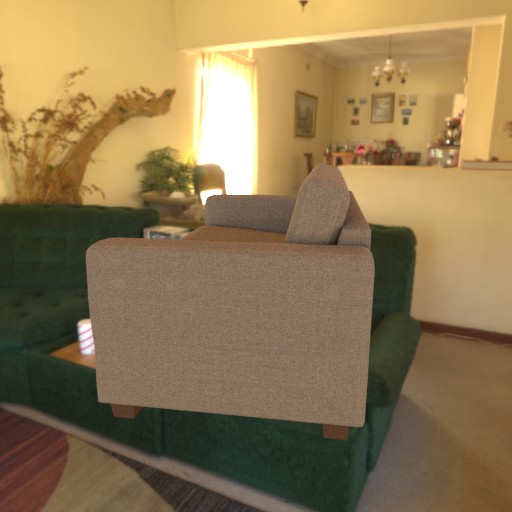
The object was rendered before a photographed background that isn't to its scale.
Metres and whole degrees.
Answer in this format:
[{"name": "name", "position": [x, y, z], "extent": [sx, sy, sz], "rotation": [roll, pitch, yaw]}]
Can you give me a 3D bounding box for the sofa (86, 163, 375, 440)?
[{"name": "sofa", "position": [0.000, 0.000, 2.023], "extent": [0.900, 0.800, 1.520], "rotation": [2, 14, 9]}]
